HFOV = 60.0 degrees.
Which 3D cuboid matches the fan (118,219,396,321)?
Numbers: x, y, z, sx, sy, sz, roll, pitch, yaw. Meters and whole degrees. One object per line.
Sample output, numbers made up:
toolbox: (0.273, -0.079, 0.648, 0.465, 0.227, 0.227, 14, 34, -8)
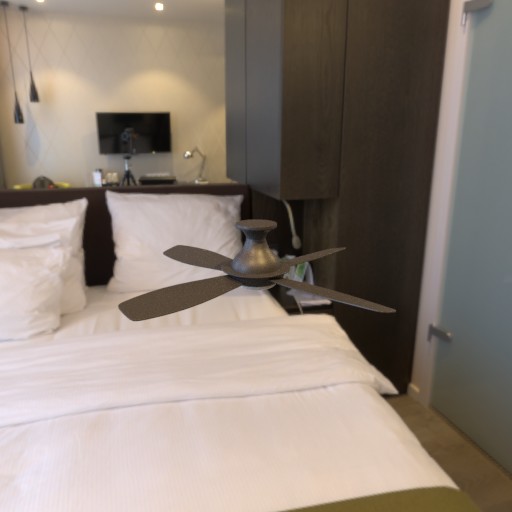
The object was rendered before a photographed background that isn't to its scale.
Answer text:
fan: (0.000, 0.000, 2.532, 1.694, 0.382, 1.694, 14, 20, 42)
